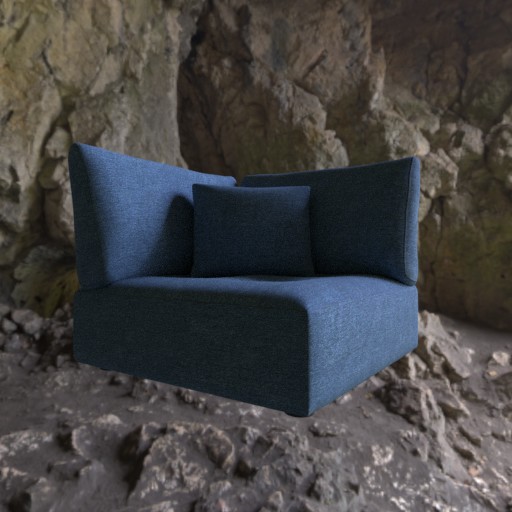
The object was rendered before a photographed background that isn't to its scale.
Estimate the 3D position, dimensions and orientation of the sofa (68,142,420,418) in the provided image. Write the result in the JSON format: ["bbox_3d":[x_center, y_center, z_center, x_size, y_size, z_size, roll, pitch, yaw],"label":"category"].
[{"bbox_3d":[0.000,0.000,1.707,1.000,0.820,1.000,0,1,35],"label":"sofa"}]
